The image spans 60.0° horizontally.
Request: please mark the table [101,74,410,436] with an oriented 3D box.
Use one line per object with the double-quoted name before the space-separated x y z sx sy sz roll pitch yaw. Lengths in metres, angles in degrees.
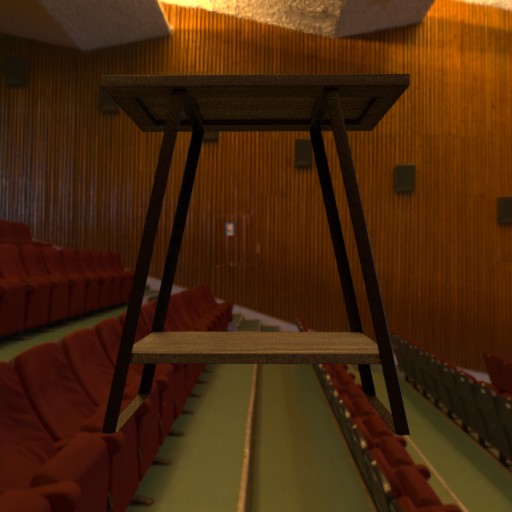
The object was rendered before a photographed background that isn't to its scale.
"table" 0.000 0.000 1.004 0.599 0.701 0.300 0 -1 1
